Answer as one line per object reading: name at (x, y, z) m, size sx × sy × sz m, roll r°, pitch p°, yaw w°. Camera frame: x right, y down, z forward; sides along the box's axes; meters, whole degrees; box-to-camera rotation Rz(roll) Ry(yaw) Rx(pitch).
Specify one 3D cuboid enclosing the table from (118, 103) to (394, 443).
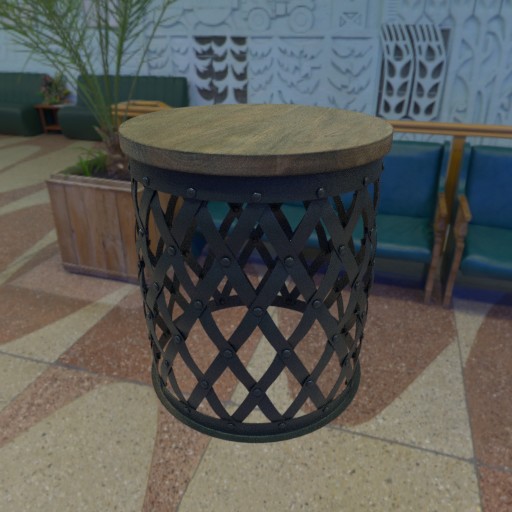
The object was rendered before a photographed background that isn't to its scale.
table at (0.000, 0.000, 0.774) m, size 0.405 × 0.454 × 0.405 m, roll 0°, pitch 27°, yaw 0°
